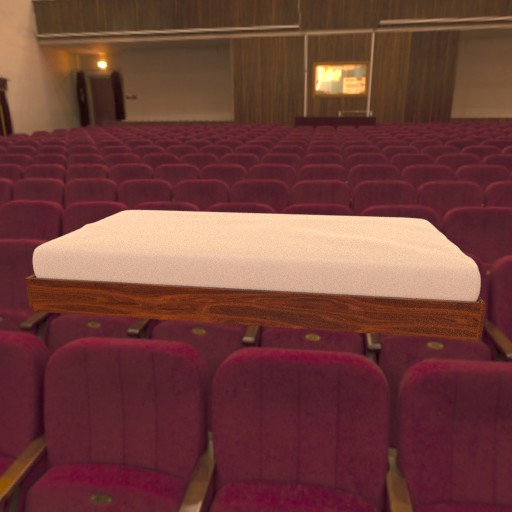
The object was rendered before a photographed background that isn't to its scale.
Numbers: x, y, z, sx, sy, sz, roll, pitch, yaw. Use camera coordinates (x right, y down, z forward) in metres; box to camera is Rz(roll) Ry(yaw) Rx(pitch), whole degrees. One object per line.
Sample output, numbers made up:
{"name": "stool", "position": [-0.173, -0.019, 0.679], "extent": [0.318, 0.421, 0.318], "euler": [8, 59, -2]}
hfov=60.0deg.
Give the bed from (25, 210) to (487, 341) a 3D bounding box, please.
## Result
{"name": "bed", "position": [0.000, 0.000, 2.209], "extent": [1.860, 0.312, 0.940], "euler": [2, 17, 8]}
